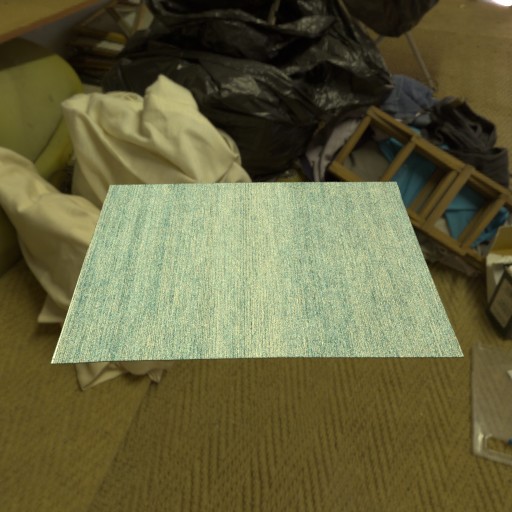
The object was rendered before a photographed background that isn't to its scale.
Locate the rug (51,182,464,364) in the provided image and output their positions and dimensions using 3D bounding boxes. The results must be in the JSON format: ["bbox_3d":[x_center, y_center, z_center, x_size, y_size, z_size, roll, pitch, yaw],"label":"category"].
[{"bbox_3d":[0.000,0.000,5.304,4.078,0.052,2.802,-1,47,-1],"label":"rug"}]
